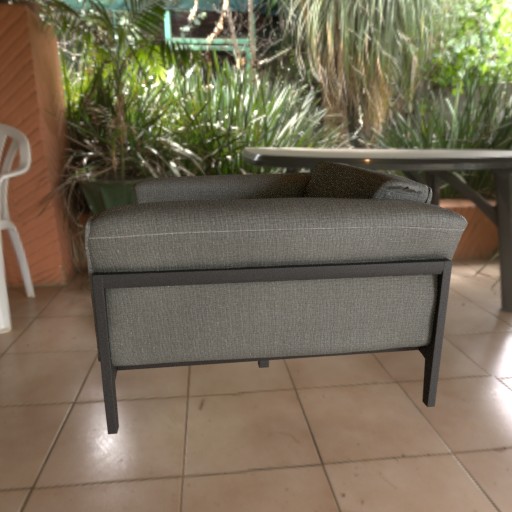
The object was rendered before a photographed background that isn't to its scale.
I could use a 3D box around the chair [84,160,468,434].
[{"bbox_3d":[0.000,0.000,1.617,0.969,0.646,1.056,-2,15,-7],"label":"chair"}]
